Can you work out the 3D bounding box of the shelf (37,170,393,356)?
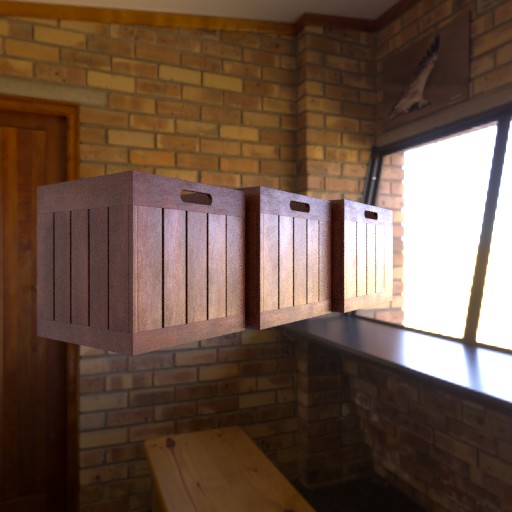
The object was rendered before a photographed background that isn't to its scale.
[{"bbox_3d":[0.000,0.000,1.213,0.393,0.311,1.064,0,0,36],"label":"shelf"}]
